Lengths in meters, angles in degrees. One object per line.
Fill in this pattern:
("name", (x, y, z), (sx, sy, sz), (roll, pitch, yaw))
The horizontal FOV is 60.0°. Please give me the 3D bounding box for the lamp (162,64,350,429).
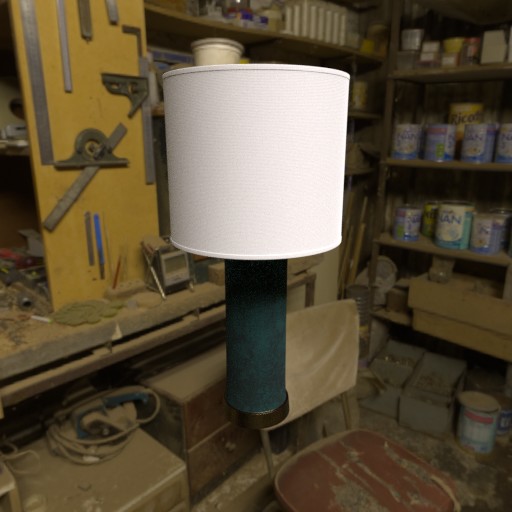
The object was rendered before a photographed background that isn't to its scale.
("lamp", (0.000, 0.000, 0.804), (0.301, 0.630, 0.301), (15, 21, 43))
